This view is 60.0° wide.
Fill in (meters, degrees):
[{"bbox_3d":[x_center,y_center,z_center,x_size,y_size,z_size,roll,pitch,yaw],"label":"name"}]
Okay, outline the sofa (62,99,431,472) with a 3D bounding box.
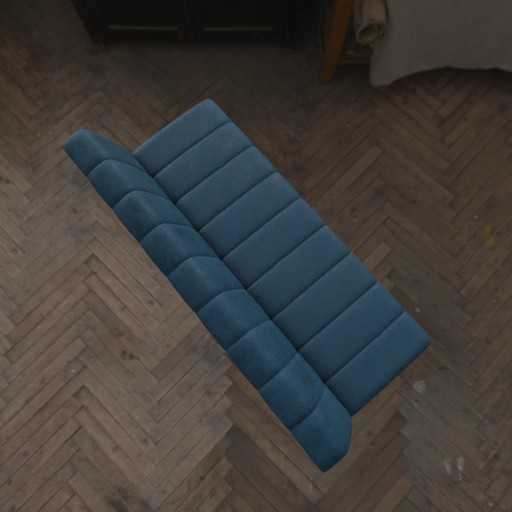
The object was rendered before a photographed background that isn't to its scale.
[{"bbox_3d":[0.000,0.000,2.288,0.830,0.825,1.810,-39,79,-9],"label":"sofa"}]
